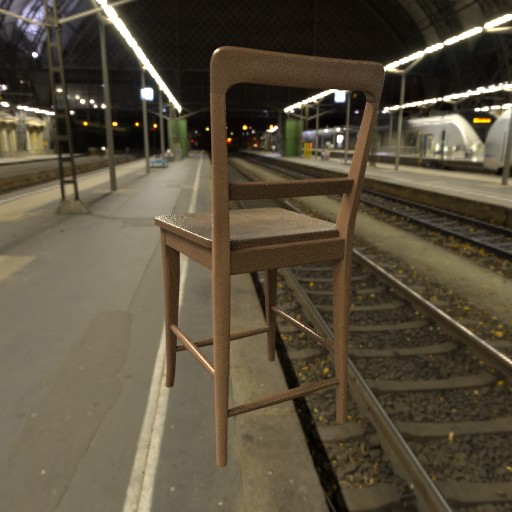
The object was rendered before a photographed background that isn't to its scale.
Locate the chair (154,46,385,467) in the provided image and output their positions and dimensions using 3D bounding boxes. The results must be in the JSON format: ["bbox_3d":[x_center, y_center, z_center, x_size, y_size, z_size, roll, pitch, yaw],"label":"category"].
[{"bbox_3d":[0.000,0.000,1.270,0.450,0.991,0.546,-7,16,-27],"label":"chair"}]
